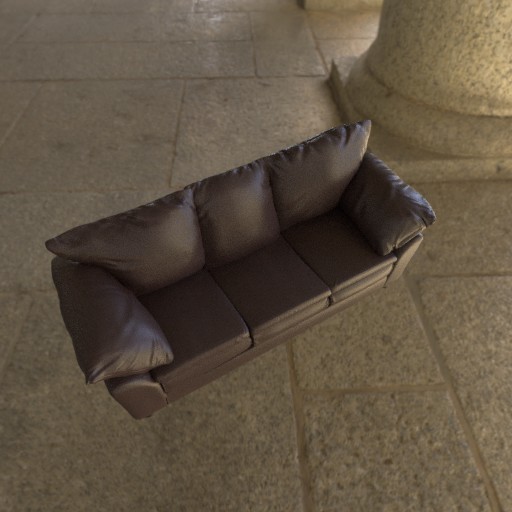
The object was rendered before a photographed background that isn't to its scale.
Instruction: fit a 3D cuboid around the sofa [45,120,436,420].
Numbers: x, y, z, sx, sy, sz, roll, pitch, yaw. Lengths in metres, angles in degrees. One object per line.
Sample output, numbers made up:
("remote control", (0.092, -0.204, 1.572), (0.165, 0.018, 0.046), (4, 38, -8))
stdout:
("sofa", (0.000, 0.000, 2.869), (2.390, 1.091, 0.907), (-24, 51, -21))
